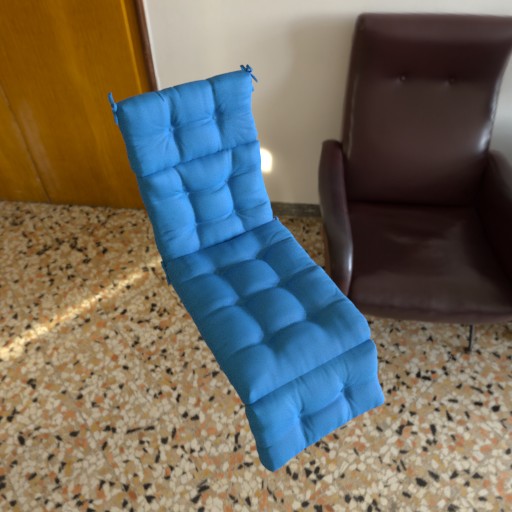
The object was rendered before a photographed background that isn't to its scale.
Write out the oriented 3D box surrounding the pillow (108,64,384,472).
[{"bbox_3d":[0.000,0.000,1.475,0.526,0.863,1.016,-23,51,-20],"label":"pillow"}]
